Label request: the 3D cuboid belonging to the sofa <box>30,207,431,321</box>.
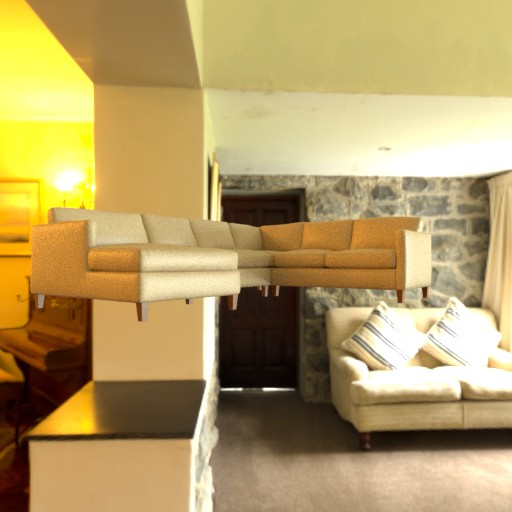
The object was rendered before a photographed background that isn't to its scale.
[{"bbox_3d":[0.000,0.000,4.593,2.594,0.961,3.460,-1,-1,38],"label":"sofa"}]
